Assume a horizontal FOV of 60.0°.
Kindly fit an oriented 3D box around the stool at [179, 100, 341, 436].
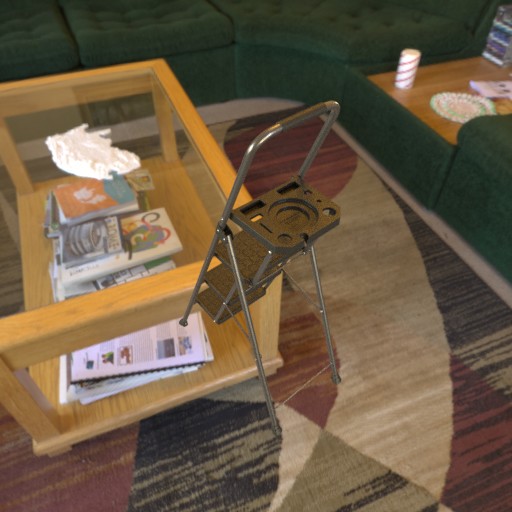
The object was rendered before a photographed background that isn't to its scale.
[{"bbox_3d":[0.000,0.000,1.610,0.396,1.277,0.733,-31,54,-26],"label":"stool"}]
